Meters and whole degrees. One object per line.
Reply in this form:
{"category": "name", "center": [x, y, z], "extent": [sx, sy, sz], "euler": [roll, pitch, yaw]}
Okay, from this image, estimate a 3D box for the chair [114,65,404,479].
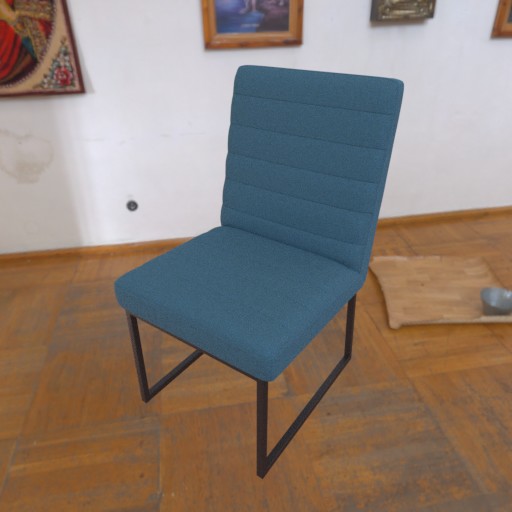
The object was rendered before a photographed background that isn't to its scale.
{"category": "chair", "center": [0.000, 0.000, 1.265], "extent": [0.520, 0.930, 0.634], "euler": [19, 35, 30]}
